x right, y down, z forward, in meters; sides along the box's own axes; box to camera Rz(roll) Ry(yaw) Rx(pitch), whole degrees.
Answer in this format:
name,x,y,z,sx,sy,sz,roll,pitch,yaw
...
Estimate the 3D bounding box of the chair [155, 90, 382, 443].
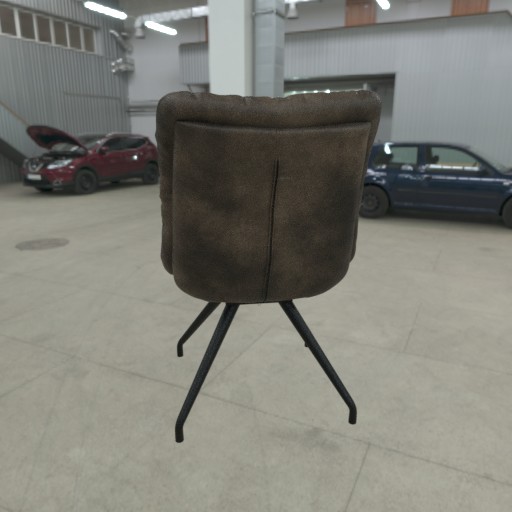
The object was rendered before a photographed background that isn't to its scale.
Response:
name,x,y,z,sx,sy,sz,roll,pitch,yaw
chair,0.000,0.000,1.295,0.549,0.870,0.622,-2,16,-9
